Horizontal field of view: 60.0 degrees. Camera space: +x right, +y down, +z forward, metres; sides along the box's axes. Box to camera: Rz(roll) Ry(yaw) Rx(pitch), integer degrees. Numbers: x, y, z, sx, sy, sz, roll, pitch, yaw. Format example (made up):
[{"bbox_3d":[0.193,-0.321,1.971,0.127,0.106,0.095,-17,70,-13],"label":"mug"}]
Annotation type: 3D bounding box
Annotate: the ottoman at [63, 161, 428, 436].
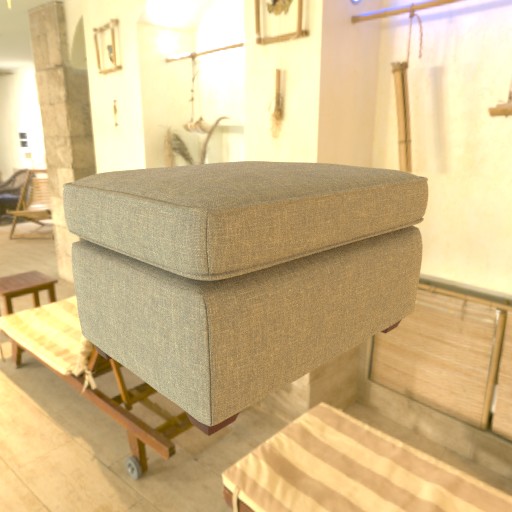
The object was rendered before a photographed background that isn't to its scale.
[{"bbox_3d":[0.000,0.000,1.114,0.762,0.457,0.559,-15,21,-42],"label":"ottoman"}]
